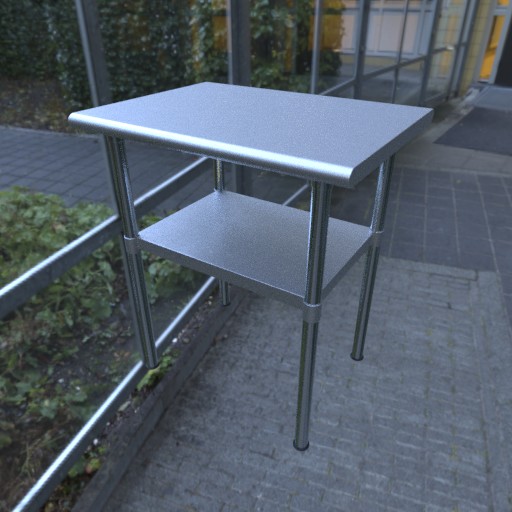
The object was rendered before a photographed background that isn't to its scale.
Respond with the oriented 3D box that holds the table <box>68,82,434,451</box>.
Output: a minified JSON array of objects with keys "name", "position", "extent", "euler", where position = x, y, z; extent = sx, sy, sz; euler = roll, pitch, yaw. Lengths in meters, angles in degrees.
[{"name":"table","position":[0.000,0.000,1.374],"extent":[0.762,0.876,0.584],"euler":[18,35,28]}]
